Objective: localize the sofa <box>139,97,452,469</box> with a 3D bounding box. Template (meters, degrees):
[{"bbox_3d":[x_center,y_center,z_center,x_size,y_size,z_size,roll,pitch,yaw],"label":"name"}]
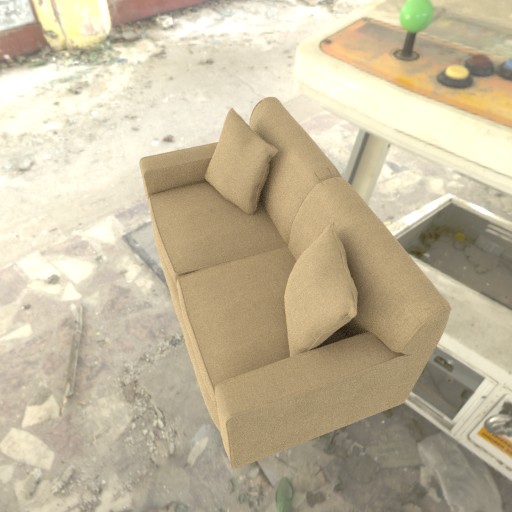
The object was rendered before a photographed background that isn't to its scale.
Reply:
[{"bbox_3d":[0.000,0.000,2.483,0.998,0.958,1.846,-15,49,-14],"label":"sofa"}]
